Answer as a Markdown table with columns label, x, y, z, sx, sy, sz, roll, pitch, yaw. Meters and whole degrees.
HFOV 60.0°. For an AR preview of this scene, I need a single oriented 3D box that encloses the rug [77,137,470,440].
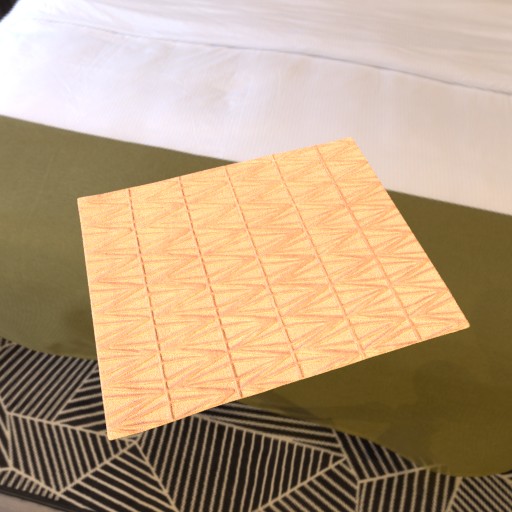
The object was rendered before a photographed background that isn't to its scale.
| label | x | y | z | sx | sy | sz | roll | pitch | yaw |
| --- | --- | --- | --- | --- | --- | --- | --- | --- | --- |
| rug | 0.000 | 0.000 | 4.136 | 3.052 | 0.043 | 2.453 | -15 | 58 | -10 |
